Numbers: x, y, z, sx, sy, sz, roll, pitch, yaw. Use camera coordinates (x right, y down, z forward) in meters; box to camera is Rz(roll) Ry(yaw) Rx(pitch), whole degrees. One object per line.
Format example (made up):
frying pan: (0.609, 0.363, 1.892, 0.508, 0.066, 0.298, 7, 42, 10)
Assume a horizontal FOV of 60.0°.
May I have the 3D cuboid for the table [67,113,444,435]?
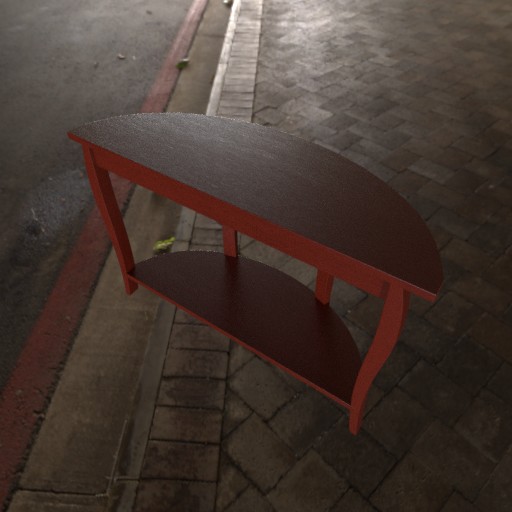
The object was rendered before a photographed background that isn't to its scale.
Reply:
table: (0.000, 0.000, 1.588, 1.219, 0.779, 0.405, 26, 50, 24)
